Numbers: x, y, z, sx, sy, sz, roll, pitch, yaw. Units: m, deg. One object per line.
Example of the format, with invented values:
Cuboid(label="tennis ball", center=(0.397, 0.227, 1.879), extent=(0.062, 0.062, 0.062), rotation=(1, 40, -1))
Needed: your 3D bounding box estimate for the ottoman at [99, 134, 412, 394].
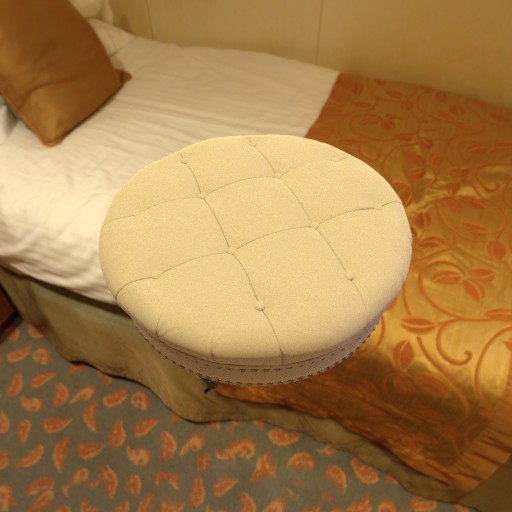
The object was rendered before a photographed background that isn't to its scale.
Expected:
Cuboid(label="ottoman", center=(0.000, 0.000, 1.413), extent=(0.901, 0.439, 0.901), rotation=(0, 48, 0))
